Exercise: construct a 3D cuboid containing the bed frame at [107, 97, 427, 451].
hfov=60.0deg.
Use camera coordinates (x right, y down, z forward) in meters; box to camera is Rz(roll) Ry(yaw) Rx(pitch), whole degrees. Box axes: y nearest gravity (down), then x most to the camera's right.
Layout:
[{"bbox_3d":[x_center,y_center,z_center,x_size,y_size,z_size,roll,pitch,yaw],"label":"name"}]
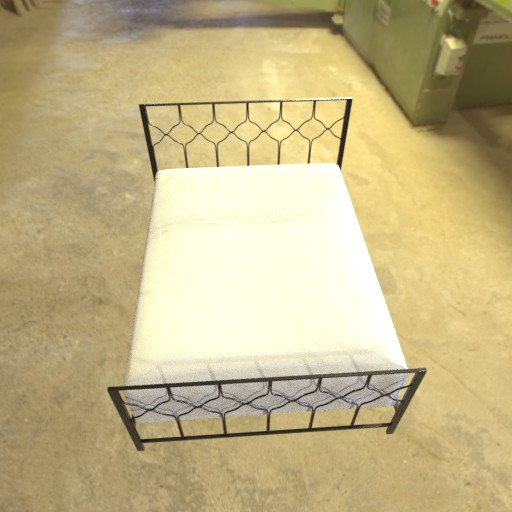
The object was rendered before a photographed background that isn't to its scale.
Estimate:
[{"bbox_3d":[0.000,0.000,3.044,1.597,1.222,2.063,-3,46,-3],"label":"bed frame"}]
